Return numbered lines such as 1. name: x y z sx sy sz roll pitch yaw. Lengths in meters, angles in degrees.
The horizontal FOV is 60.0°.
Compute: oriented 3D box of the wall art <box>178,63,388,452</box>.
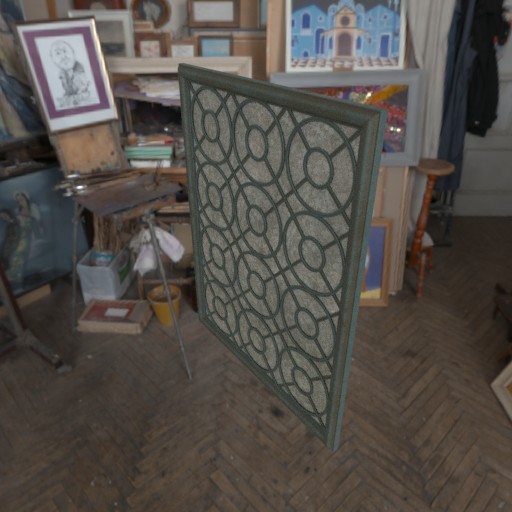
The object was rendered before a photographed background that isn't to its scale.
1. wall art: 0.000 0.000 1.321 0.030 0.983 0.767 -21 37 -31
